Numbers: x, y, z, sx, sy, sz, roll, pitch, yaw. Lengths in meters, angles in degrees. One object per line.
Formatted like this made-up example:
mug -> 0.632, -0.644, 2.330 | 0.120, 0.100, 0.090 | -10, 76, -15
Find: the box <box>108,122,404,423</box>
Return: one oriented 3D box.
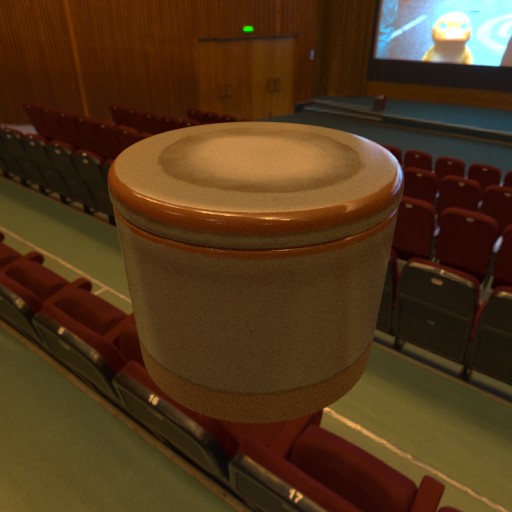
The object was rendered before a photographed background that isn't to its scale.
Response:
box -> 0.000, 0.000, 0.213 | 0.123, 0.100, 0.123 | 0, 30, 0
